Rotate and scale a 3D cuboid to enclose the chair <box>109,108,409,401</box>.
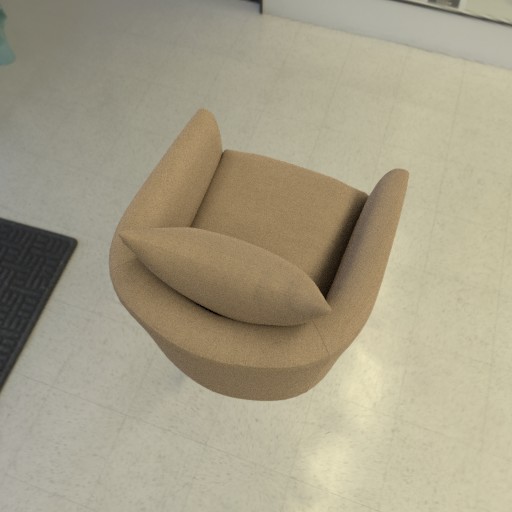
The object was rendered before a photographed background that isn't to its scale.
[{"bbox_3d":[0.000,0.000,1.587,0.845,0.848,0.910,20,66,9],"label":"chair"}]
